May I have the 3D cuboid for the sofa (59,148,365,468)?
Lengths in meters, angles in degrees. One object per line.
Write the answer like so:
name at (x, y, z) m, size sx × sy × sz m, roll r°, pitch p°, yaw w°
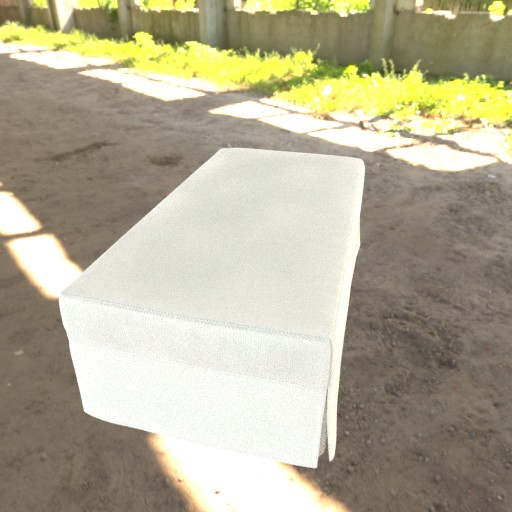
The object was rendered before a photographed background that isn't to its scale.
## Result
sofa at (0.000, 0.000, 2.082) m, size 0.939 × 0.552 × 1.677 m, roll 7°, pitch 31°, yaw 13°
